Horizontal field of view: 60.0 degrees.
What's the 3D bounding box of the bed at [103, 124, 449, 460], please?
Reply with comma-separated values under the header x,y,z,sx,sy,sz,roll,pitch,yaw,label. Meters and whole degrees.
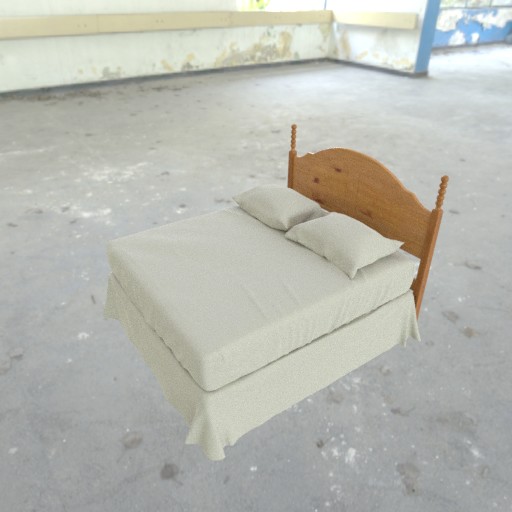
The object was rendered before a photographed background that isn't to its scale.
x,y,z,sx,sy,sz,roll,pitch,yaw,label
0.000,0.000,3.370,2.040,1.356,1.873,-20,36,-29,bed
